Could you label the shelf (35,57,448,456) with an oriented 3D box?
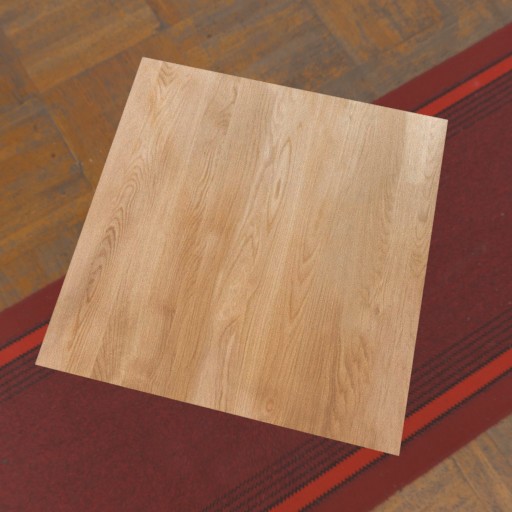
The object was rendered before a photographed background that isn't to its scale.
[{"bbox_3d":[0.000,0.000,1.397,0.899,0.480,0.899,13,76,3],"label":"shelf"}]
